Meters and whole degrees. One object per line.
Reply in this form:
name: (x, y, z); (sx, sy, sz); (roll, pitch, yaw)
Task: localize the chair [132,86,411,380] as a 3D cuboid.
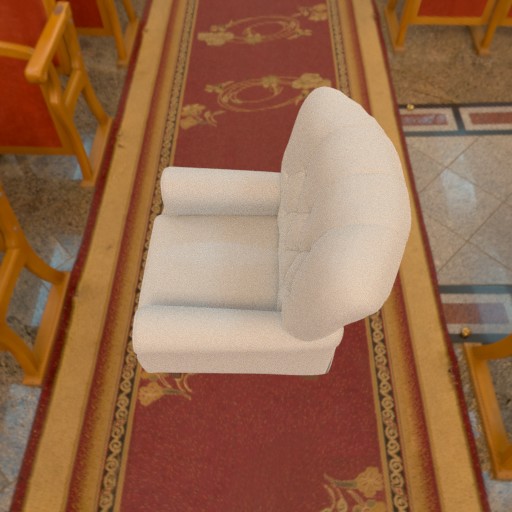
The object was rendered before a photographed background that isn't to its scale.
chair: (0.000, 0.000, 2.103); (1.128, 1.217, 1.090); (1, 57, 1)
